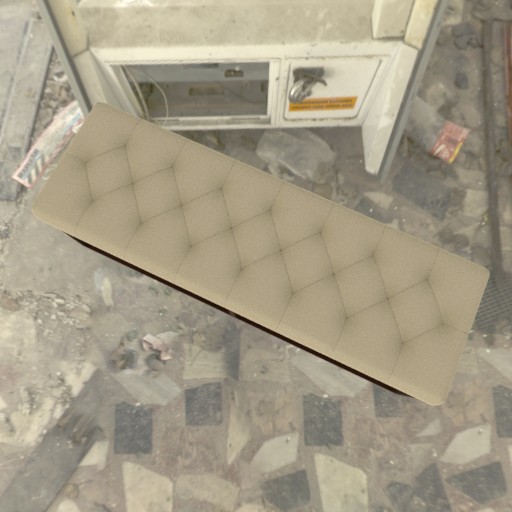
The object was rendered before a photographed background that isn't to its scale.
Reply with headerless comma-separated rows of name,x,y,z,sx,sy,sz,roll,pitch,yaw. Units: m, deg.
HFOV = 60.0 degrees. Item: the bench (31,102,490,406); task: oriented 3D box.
bench,0.000,0.000,1.669,1.488,0.488,0.479,24,77,6
